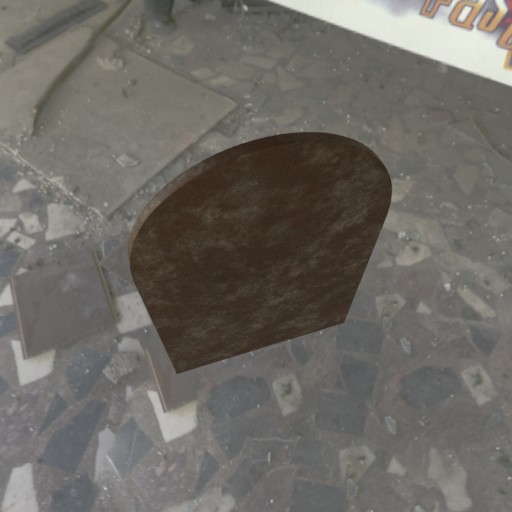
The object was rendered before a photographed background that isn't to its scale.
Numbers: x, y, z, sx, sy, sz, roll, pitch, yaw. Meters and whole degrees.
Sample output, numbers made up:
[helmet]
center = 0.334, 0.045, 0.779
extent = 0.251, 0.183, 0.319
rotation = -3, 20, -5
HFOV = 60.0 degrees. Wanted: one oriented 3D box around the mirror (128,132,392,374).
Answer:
[mirror]
center = 0.000, 0.000, 0.988
extent = 0.510, 0.770, 0.137
rotation = -15, 58, -10
